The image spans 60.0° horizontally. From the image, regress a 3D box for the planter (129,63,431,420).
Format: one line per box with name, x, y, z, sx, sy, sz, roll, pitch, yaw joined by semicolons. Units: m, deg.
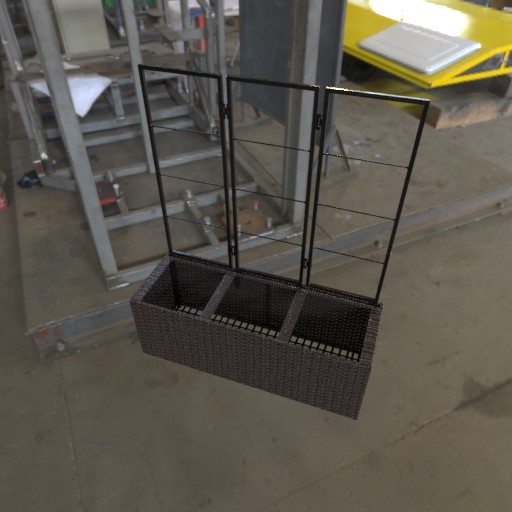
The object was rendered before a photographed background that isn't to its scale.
planter;0.000;0.000;1.167;0.699;0.841;0.244;13;42;15
